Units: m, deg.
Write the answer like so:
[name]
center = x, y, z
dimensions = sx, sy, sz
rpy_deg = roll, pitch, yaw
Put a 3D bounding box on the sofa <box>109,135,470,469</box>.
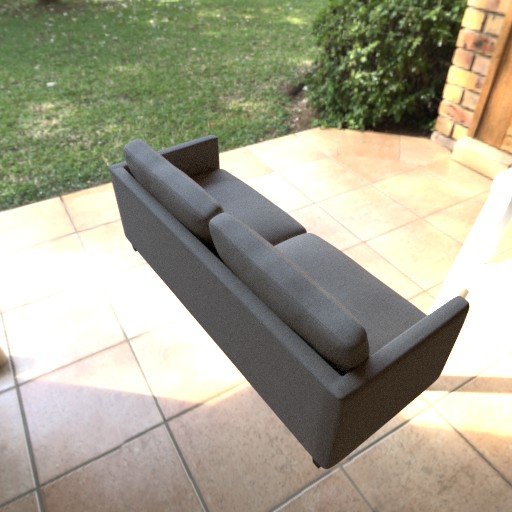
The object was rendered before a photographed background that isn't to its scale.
[sofa]
center = 0.000, 0.000, 2.906
dimensions = 0.951, 0.965, 2.434
rpy_deg = -26, 47, -27
